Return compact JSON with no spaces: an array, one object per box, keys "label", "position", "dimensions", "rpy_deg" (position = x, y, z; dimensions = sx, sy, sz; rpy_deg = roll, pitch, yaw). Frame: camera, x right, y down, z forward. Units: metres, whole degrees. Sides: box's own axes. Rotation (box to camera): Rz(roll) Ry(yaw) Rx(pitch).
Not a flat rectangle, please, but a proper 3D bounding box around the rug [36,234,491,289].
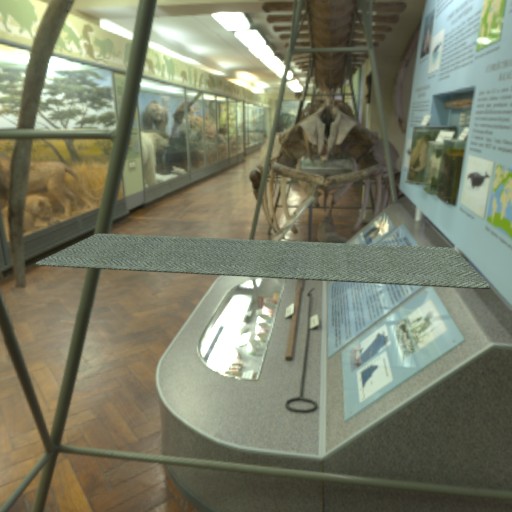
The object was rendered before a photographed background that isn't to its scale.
[{"label":"rug","position":[0.000,0.000,2.507],"dimensions":[2.286,0.008,0.686],"rpy_deg":[3,17,9]}]
